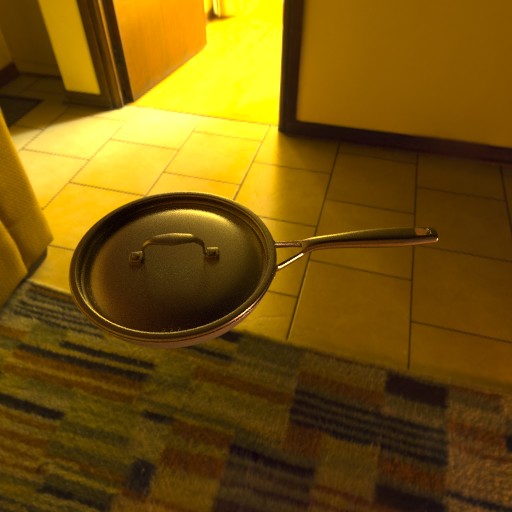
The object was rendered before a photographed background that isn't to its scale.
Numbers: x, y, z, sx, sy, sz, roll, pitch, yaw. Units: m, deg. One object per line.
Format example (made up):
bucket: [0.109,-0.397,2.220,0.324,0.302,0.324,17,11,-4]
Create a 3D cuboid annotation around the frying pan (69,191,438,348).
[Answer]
frying pan: [0.000,0.000,0.605,0.490,0.086,0.272,-3,46,-3]
